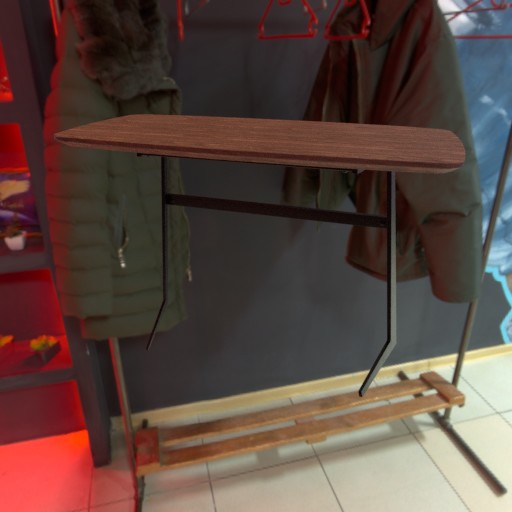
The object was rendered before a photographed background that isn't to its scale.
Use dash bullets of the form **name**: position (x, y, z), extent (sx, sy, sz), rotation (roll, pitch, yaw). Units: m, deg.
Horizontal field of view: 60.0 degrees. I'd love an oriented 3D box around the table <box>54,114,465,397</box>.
- **table**: position (0.000, 0.000, 1.055), extent (0.804, 0.576, 0.361), rotation (8, 27, 16)
